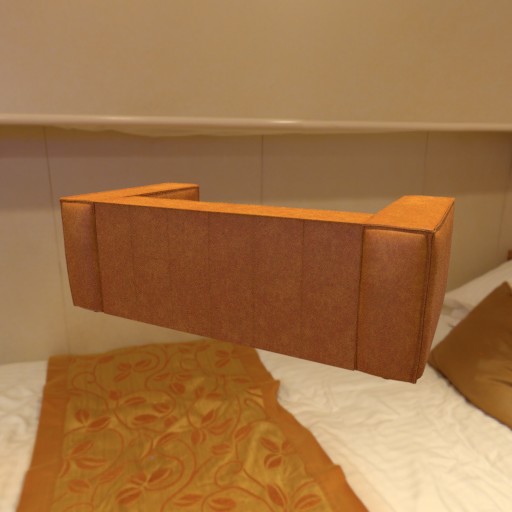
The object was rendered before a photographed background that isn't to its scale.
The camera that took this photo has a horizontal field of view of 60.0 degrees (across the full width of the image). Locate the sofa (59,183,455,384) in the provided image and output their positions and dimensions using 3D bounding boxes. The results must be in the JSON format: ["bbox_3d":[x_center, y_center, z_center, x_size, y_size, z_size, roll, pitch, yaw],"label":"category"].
[{"bbox_3d":[0.000,0.000,2.632,2.088,0.703,1.102,7,16,26],"label":"sofa"}]
